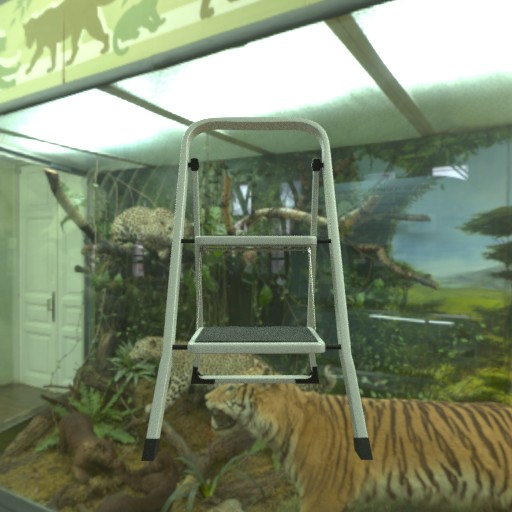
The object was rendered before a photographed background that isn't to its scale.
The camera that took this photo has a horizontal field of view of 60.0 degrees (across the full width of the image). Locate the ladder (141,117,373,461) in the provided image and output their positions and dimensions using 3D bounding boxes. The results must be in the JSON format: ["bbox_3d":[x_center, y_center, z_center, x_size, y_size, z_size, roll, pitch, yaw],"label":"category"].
[{"bbox_3d":[0.000,0.000,1.149,0.460,0.810,0.544,0,0,-1],"label":"ladder"}]
